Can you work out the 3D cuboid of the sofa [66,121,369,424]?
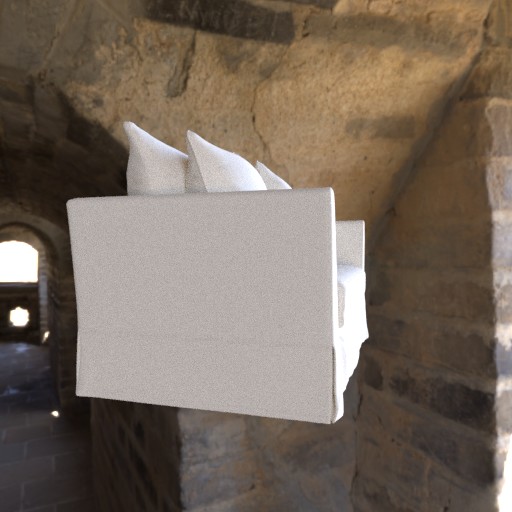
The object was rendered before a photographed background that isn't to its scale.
[{"bbox_3d":[0.000,0.000,2.236,1.026,1.039,1.608,0,1,17],"label":"sofa"}]
